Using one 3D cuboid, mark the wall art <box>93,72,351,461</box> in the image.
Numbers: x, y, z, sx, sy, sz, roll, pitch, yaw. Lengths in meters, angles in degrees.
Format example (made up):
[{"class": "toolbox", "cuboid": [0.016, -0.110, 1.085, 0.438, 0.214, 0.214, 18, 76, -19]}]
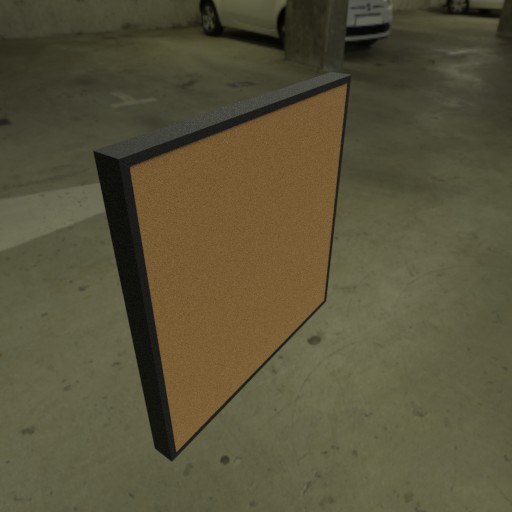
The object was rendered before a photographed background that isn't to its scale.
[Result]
[{"class": "wall art", "cuboid": [0.000, 0.000, 0.755, 0.040, 0.509, 0.509, 22, 39, 30]}]
